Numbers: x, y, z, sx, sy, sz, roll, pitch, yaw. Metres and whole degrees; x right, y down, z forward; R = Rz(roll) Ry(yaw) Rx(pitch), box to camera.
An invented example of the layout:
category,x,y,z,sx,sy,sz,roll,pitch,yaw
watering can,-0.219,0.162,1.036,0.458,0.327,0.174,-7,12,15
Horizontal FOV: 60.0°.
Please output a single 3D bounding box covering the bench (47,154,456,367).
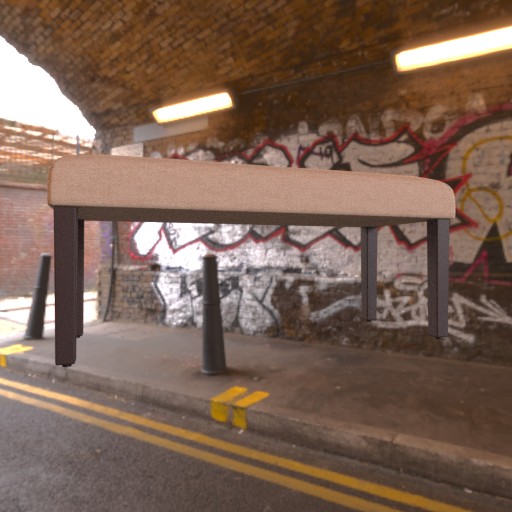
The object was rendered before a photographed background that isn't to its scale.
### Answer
category,x,y,z,sx,sy,sz,roll,pitch,yaw
bench,0.000,0.000,1.231,1.013,0.456,0.407,0,0,-19
